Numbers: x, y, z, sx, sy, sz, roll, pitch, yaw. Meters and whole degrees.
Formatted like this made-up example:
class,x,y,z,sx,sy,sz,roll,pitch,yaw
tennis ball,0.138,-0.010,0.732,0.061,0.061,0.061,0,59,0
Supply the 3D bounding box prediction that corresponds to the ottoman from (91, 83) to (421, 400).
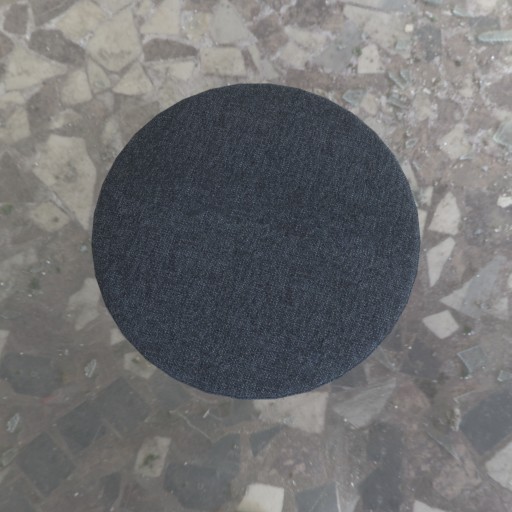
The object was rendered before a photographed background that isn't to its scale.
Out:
class,x,y,z,sx,sy,sz,roll,pitch,yaw
ottoman,0.000,0.000,0.849,0.500,0.419,0.500,0,77,0
